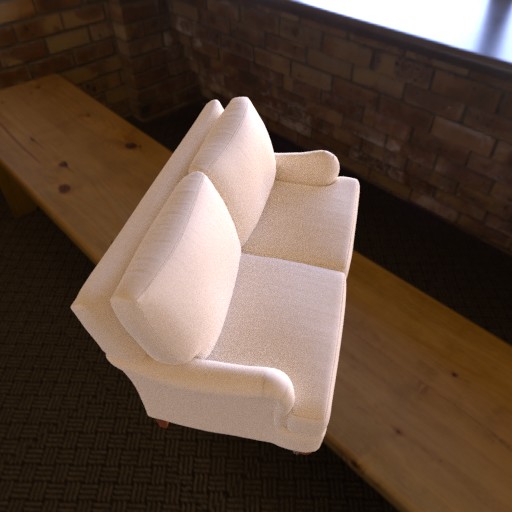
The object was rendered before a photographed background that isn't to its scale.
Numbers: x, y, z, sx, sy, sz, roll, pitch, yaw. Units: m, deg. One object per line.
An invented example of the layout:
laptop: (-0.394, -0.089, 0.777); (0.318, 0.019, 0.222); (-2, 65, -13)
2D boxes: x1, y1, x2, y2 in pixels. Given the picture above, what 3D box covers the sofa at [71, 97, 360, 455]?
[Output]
sofa: (0.000, 0.000, 2.557); (1.084, 1.101, 1.853); (10, 46, 10)
